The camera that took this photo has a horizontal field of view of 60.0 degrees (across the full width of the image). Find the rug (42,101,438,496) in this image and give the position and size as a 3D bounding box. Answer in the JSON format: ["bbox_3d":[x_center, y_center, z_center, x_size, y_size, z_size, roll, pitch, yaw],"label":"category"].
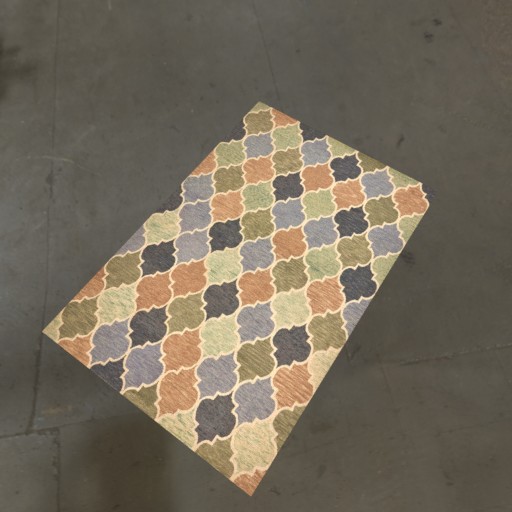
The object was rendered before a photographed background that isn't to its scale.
[{"bbox_3d":[0.000,0.000,2.302,1.216,0.006,1.828,32,67,15],"label":"rug"}]
